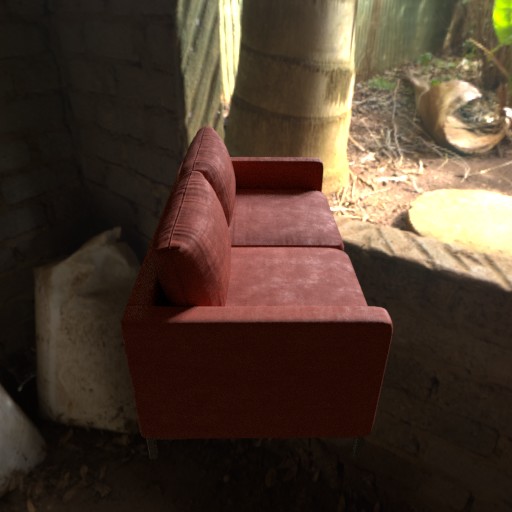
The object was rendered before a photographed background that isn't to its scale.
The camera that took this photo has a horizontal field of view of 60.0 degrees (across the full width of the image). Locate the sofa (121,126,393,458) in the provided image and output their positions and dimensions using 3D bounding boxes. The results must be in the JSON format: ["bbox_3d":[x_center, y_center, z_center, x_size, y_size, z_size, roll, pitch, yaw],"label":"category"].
[{"bbox_3d":[0.000,0.000,2.113,0.864,0.896,1.574,-1,30,-1],"label":"sofa"}]
